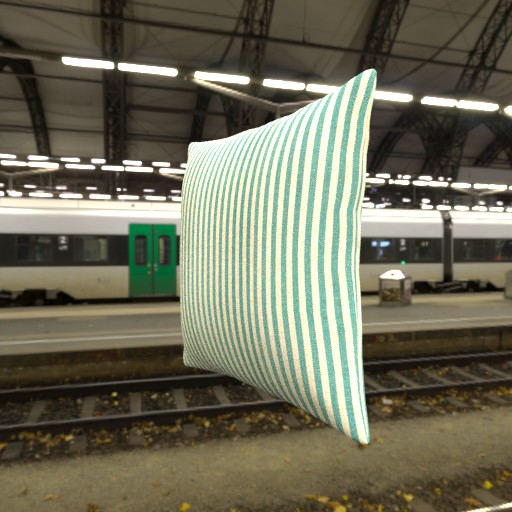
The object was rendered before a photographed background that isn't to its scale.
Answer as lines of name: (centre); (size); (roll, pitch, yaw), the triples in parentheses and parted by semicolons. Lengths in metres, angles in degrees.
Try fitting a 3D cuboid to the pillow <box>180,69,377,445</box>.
pillow: (0.000, 0.000, 0.806); (0.166, 0.510, 0.523); (0, 0, -37)
